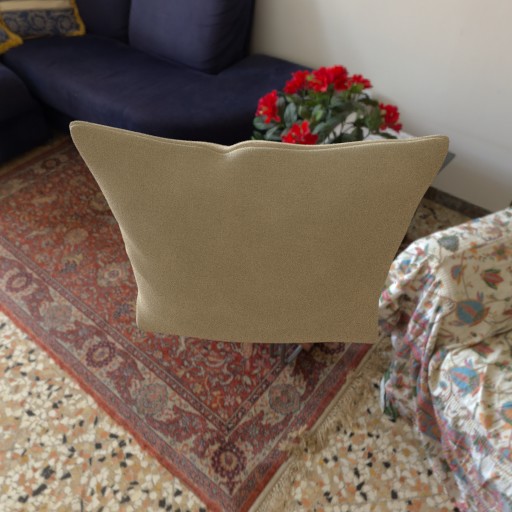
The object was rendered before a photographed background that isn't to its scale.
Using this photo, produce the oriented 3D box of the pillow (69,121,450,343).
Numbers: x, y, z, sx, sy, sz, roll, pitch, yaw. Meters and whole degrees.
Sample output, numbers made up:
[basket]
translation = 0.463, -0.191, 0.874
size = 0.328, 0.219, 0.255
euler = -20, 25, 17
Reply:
[pillow]
translation = 0.000, 0.000, 0.653
size = 0.437, 0.420, 0.162
euler = 3, 47, 3
